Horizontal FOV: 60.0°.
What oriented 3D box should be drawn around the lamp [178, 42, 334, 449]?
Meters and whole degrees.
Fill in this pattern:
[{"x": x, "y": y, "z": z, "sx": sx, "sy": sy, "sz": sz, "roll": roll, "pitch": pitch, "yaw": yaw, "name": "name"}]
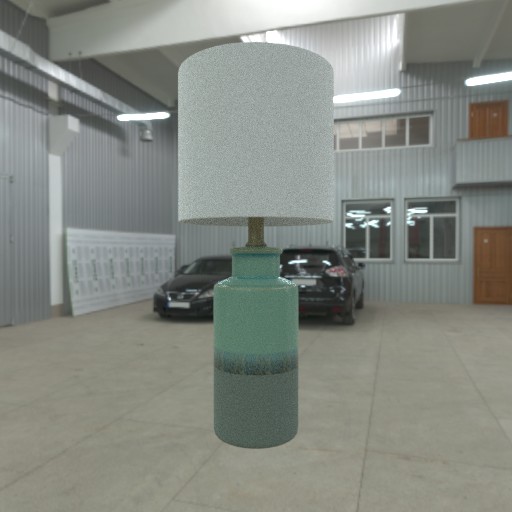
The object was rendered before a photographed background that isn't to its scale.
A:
[{"x": 0.000, "y": 0.000, "z": 0.616, "sx": 0.212, "sy": 0.493, "sz": 0.212, "roll": 0, "pitch": 1, "yaw": -18, "name": "lamp"}]
